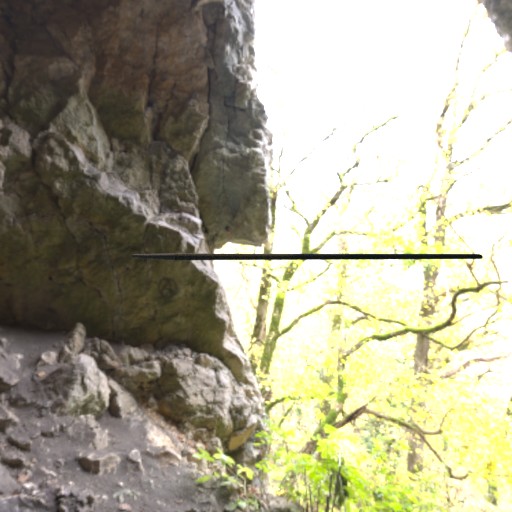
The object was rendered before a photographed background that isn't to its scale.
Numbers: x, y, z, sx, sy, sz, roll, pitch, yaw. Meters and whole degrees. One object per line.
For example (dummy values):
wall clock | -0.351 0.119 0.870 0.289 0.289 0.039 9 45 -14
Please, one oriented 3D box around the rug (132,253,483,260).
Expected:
rug | 0.000 0.000 3.070 1.540 0.027 2.450 0 0 -19
